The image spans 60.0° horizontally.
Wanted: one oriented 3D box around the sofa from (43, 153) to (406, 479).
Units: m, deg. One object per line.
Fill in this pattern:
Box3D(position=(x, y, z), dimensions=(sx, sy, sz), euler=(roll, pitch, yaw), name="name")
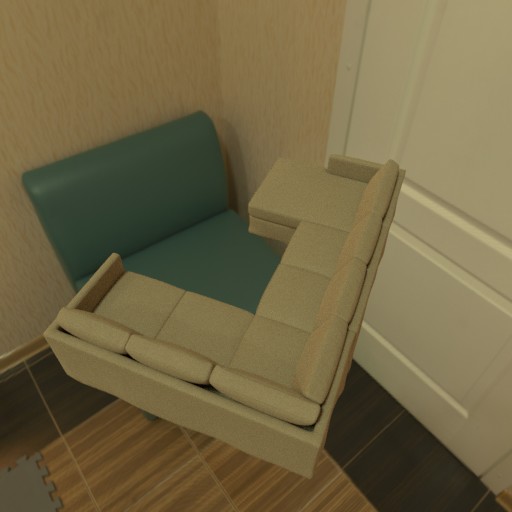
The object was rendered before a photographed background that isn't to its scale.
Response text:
Box3D(position=(0.000, 0.000, 4.639), dimensions=(2.476, 0.878, 3.528), euler=(17, 49, 15), name="sofa")
